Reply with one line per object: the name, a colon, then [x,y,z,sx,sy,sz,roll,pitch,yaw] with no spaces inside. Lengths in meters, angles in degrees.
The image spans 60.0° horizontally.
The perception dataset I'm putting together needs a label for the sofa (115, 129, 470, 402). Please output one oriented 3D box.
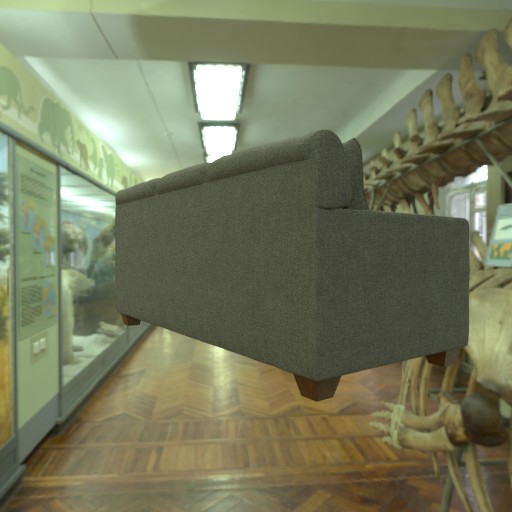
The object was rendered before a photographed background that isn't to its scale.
sofa: [0.000,0.000,2.528,0.997,0.958,2.024,-1,1,-36]
